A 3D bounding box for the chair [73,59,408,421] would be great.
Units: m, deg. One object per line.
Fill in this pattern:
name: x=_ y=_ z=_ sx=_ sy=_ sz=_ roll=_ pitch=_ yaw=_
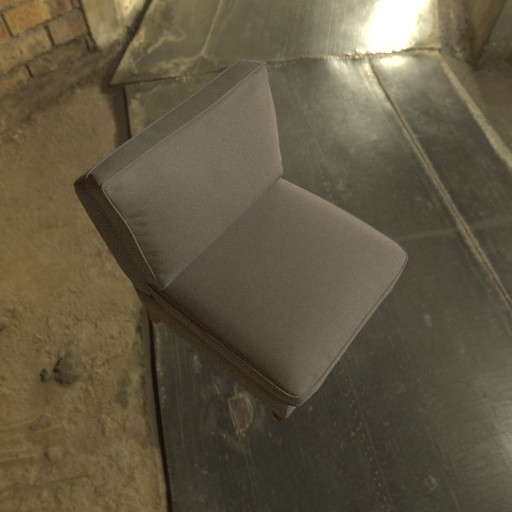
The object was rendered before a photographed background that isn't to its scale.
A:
chair: x=0.000 y=0.000 z=1.658 sx=0.924 sy=1.045 sz=0.724 roll=35 pitch=64 yaw=20
